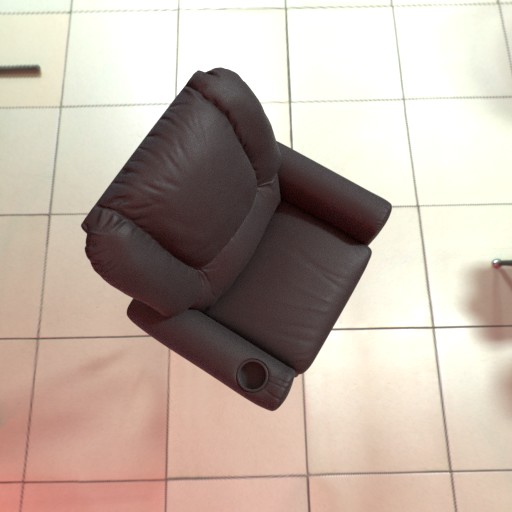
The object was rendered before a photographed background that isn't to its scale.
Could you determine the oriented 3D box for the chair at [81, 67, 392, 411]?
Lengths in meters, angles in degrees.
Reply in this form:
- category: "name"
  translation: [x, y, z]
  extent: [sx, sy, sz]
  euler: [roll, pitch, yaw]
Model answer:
- category: "chair"
  translation: [0.000, 0.000, 1.117]
  extent: [0.521, 0.709, 0.610]
  euler: [31, 77, 8]
